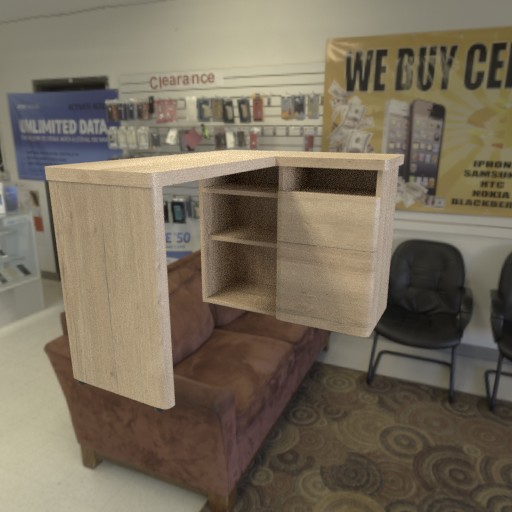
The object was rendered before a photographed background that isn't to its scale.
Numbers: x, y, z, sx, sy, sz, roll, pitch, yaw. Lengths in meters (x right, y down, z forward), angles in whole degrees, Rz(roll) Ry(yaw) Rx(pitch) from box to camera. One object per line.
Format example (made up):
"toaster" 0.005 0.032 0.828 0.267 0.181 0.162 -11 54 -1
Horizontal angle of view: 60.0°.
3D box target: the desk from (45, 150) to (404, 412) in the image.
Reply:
"desk" 0.000 0.000 1.781 0.900 0.760 1.169 8 18 26
